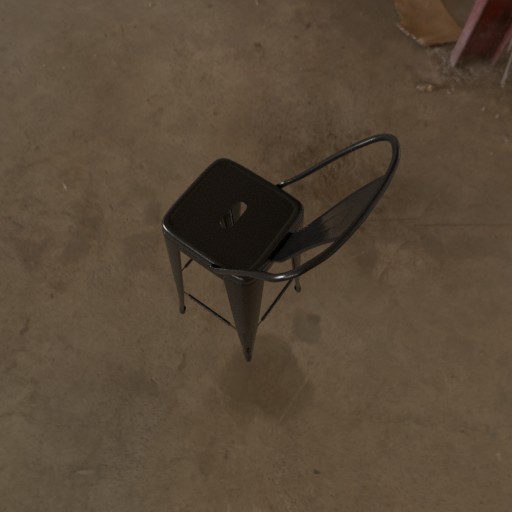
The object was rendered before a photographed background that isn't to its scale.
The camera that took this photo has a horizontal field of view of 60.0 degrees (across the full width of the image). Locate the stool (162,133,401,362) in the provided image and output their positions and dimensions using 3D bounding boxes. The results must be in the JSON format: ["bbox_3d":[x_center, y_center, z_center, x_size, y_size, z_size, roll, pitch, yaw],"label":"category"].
[{"bbox_3d":[0.000,0.000,1.327,0.513,1.096,0.399,33,70,14],"label":"stool"}]
